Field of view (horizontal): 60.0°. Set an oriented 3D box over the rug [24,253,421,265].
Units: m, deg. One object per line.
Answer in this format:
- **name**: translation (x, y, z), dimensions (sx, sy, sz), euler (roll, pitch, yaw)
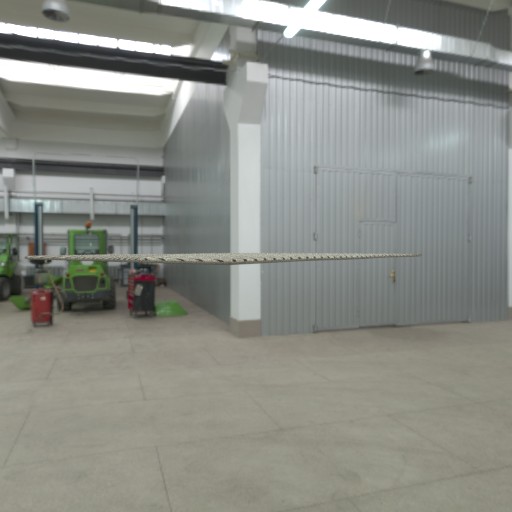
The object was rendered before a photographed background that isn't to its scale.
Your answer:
- **rug**: translation (0.000, 0.000, 3.045), dimensions (1.539, 0.023, 2.406), euler (1, 1, 36)
